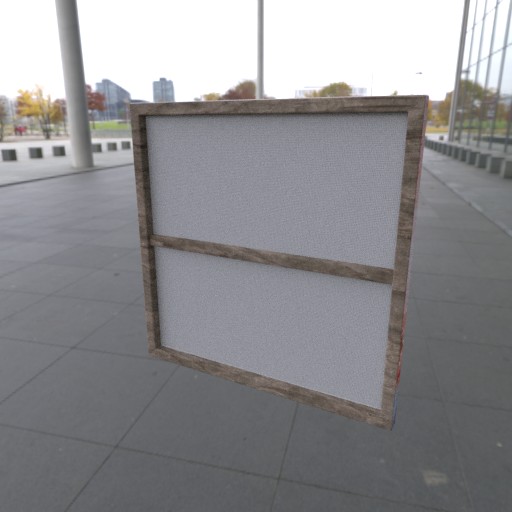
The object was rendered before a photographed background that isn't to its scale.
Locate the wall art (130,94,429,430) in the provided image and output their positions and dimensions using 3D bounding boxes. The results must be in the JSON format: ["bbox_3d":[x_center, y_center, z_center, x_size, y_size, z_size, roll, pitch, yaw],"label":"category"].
[{"bbox_3d":[0.000,0.000,1.121,0.747,0.747,0.035,9,19,27],"label":"wall art"}]
